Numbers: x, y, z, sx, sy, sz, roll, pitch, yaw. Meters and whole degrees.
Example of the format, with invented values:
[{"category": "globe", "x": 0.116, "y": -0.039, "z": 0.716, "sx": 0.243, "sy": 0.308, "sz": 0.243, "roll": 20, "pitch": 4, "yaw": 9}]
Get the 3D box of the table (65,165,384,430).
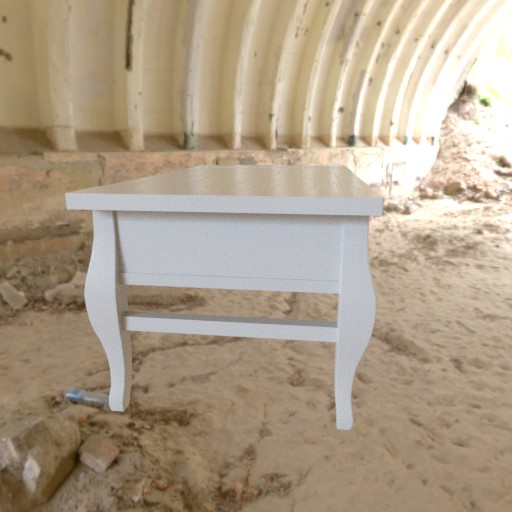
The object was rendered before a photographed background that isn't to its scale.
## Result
[{"category": "table", "x": 0.000, "y": 0.000, "z": 1.366, "sx": 0.600, "sy": 0.495, "sz": 1.062, "roll": 2, "pitch": 15, "yaw": 7}]
